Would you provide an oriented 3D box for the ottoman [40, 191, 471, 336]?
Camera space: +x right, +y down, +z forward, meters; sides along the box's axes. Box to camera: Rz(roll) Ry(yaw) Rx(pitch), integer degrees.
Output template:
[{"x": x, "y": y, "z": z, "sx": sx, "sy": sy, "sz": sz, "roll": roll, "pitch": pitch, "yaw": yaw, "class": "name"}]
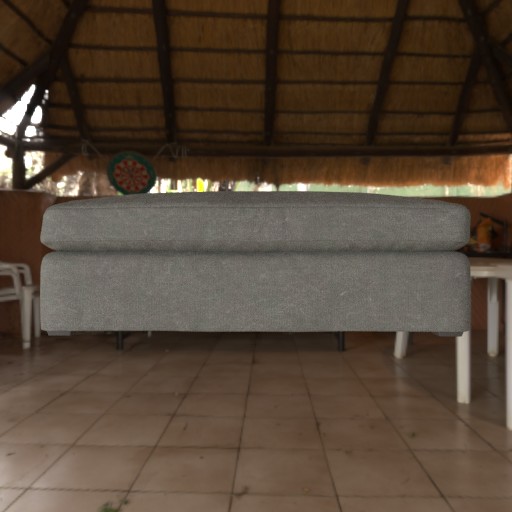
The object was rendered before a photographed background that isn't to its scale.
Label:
[{"x": 0.000, "y": 0.000, "z": 1.589, "sx": 1.199, "sy": 0.429, "sz": 0.840, "roll": 0, "pitch": 0, "yaw": 1, "class": "ottoman"}]
